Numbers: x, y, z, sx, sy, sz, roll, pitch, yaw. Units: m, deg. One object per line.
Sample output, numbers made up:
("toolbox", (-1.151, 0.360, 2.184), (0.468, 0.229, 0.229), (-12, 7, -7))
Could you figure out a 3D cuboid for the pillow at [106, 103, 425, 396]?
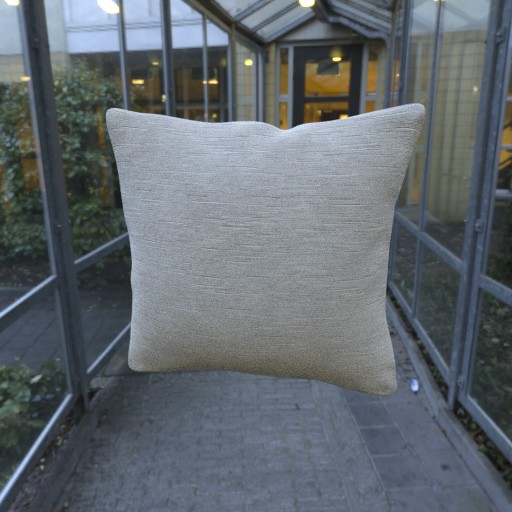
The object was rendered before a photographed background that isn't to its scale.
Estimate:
("pillow", (0.000, 0.000, 0.652), (0.437, 0.420, 0.162), (3, 15, 10))
